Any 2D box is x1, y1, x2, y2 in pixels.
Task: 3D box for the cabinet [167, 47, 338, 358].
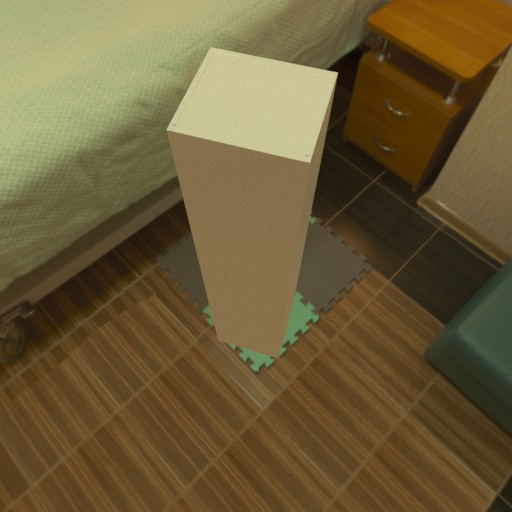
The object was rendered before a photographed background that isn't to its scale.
[{"bbox_3d":[0.000,0.000,1.560,0.300,1.400,0.269,15,63,8],"label":"cabinet"}]
